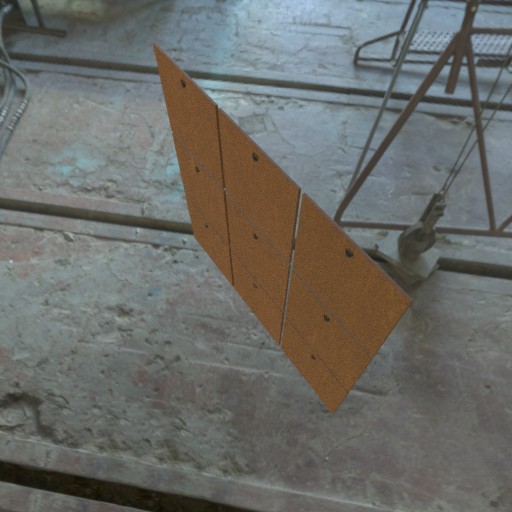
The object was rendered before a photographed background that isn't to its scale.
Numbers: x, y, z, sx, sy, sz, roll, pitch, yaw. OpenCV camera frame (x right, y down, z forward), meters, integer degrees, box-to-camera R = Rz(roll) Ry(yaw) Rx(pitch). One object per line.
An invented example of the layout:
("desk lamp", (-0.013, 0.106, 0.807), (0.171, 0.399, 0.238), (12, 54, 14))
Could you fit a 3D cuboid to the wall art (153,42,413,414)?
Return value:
("wall art", (0.000, 0.000, 2.251), (0.023, 1.522, 1.526), (-32, 64, -18))
